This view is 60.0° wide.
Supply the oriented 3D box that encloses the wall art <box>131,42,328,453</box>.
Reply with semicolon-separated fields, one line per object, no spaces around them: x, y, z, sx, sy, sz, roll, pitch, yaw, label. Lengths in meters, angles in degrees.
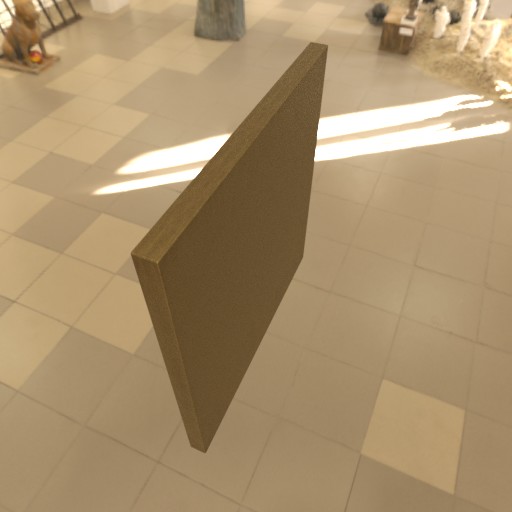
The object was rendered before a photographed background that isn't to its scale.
0.000;0.000;0.743;0.030;0.506;0.503;18;51;16;wall art
